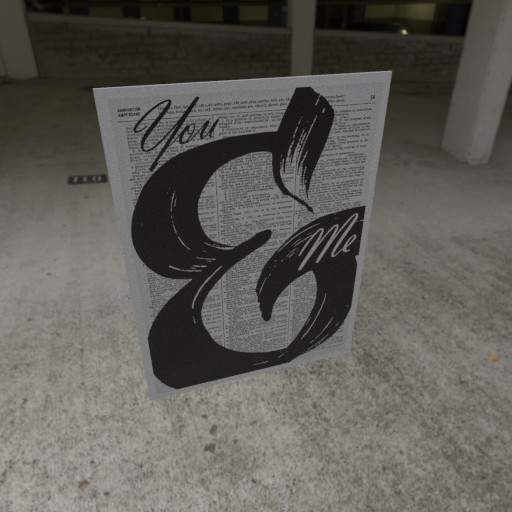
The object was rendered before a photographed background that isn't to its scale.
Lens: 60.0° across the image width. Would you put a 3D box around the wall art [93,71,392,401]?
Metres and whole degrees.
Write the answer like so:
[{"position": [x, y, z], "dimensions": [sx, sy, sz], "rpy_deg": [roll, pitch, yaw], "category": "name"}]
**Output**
[{"position": [0.000, 0.000, 0.810], "dimensions": [0.457, 0.609, 0.003], "rpy_deg": [-10, 33, -15], "category": "wall art"}]
